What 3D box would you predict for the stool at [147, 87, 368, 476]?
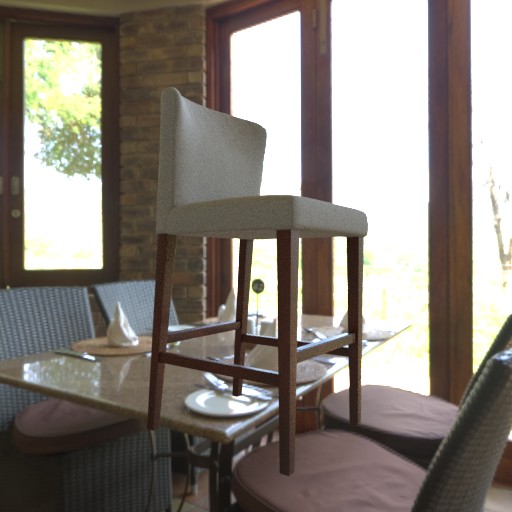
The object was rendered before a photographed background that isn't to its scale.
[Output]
[{"bbox_3d":[0.000,0.000,1.399,0.568,1.069,0.479,0,-1,36],"label":"stool"}]
